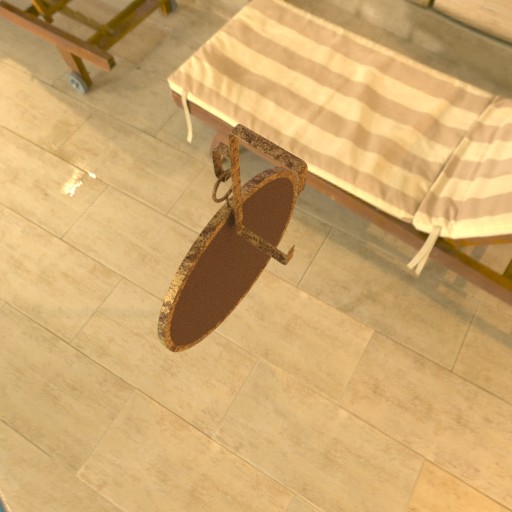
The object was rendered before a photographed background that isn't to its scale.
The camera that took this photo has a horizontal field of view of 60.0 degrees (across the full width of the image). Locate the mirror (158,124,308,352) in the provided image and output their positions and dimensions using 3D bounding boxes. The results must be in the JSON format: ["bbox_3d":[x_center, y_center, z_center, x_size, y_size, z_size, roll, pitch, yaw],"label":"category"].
[{"bbox_3d":[0.000,0.000,0.838,0.144,0.651,0.447,34,69,15],"label":"mirror"}]
